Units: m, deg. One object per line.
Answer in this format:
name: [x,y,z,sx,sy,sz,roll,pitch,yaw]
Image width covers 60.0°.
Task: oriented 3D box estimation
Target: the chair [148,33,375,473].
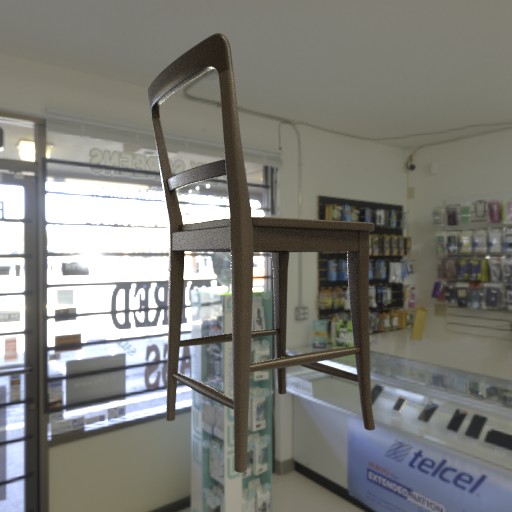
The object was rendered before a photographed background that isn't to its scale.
chair: [0.000,0.000,1.284,0.546,0.991,0.450,0,0,-35]
